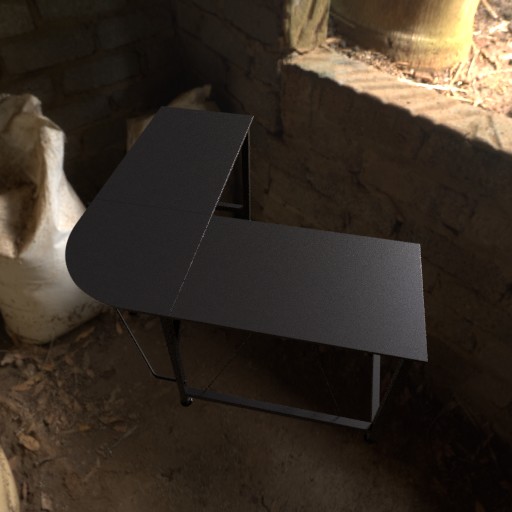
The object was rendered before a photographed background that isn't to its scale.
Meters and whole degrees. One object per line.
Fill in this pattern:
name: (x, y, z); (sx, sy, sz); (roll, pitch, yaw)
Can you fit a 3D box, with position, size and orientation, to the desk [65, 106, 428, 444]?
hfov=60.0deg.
desk: (0.000, 0.000, 2.248); (1.400, 0.762, 1.400); (9, 47, 8)
